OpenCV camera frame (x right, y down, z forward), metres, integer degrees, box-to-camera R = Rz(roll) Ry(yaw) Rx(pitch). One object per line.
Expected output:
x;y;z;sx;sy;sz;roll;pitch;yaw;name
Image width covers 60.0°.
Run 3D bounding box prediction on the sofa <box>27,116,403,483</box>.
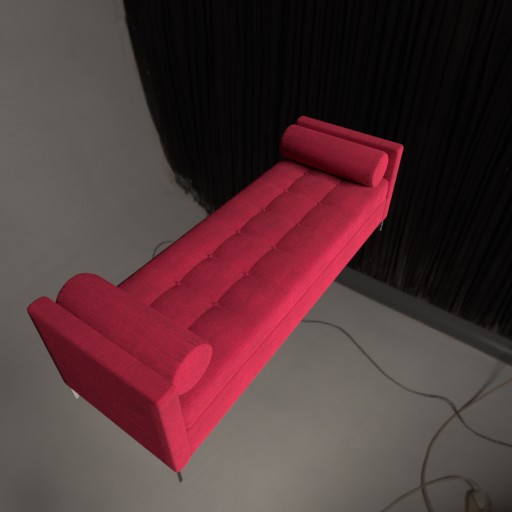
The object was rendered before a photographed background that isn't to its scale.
0.000;0.000;2.274;0.686;0.635;1.981;25;48;25;sofa
